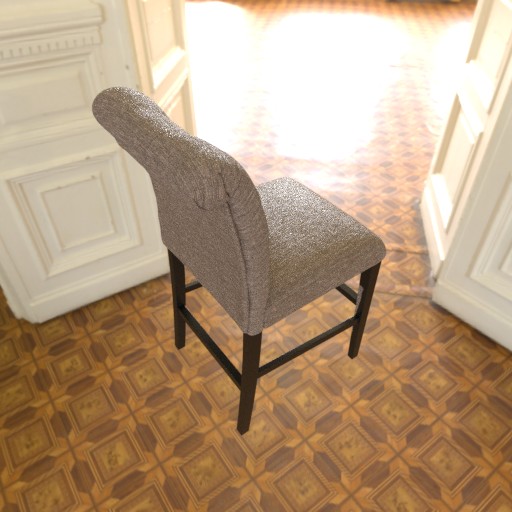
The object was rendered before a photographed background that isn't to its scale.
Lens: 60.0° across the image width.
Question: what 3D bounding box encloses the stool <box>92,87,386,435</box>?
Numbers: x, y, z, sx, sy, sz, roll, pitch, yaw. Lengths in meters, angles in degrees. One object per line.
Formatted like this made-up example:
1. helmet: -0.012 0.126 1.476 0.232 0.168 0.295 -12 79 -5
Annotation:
1. stool: 0.000 0.000 1.281 0.611 0.970 0.457 -26 48 -26
